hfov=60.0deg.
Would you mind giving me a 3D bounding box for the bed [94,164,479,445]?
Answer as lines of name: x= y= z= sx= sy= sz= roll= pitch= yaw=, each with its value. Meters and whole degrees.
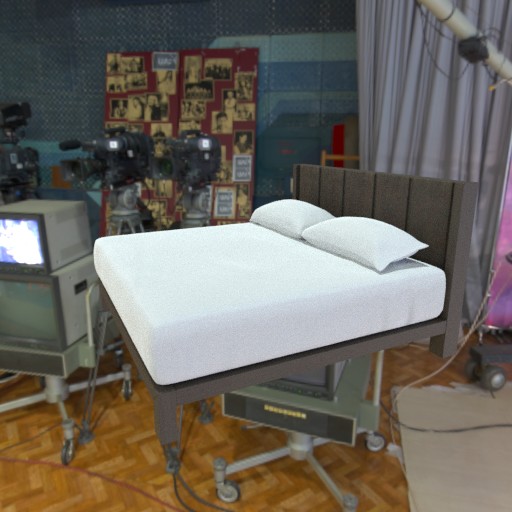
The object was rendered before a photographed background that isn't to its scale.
bed: x=0.000 y=0.000 z=3.543 sx=2.238 sy=1.261 sz=2.143 roll=-8 pitch=17 yaw=-26
